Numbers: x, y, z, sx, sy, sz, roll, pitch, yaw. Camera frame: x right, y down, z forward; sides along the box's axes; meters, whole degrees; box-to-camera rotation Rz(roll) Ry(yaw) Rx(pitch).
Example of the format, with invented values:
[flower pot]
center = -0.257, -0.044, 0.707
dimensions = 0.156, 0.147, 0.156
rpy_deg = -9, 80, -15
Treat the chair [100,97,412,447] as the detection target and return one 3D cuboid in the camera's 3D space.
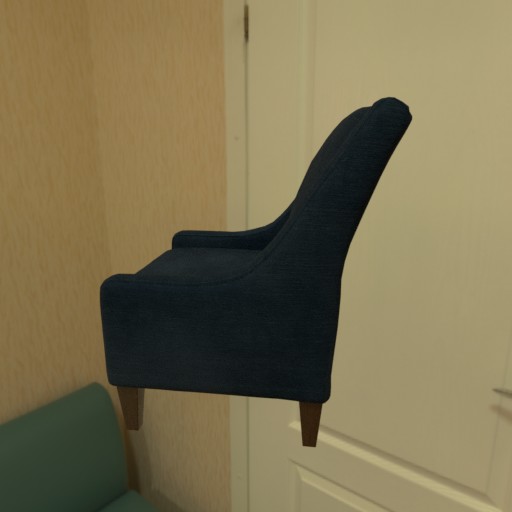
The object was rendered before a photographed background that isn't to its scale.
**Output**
[chair]
center = 0.000, 0.000, 1.595
dimensions = 0.870, 1.014, 0.774
rpy_deg = 2, 15, 8
